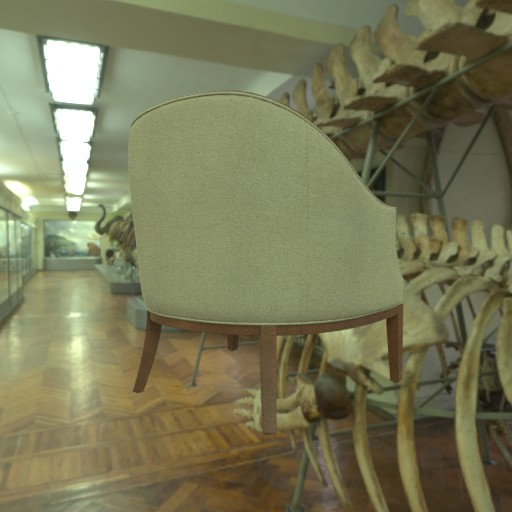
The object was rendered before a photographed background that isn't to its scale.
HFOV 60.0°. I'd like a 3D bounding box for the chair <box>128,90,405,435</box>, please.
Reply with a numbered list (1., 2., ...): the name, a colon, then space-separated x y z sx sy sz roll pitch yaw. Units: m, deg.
1. chair: 0.000 0.000 1.494 0.803 0.876 0.735 1 2 37
